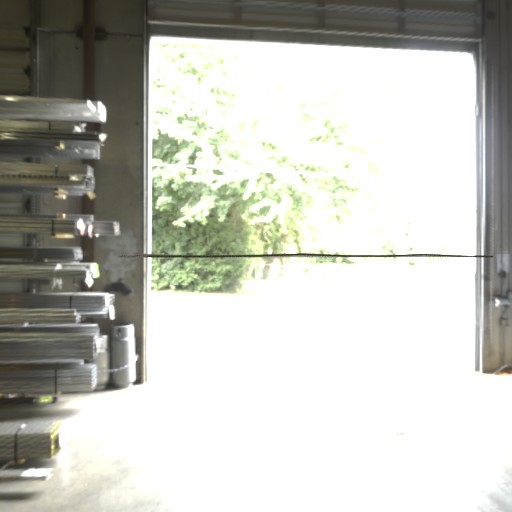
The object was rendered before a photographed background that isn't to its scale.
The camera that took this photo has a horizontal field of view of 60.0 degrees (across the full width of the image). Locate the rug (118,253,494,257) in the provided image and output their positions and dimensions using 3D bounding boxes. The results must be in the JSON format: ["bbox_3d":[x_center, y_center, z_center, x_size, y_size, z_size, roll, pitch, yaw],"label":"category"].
[{"bbox_3d":[0.000,0.000,4.335,2.428,0.027,3.333,0,0,-20],"label":"rug"}]
